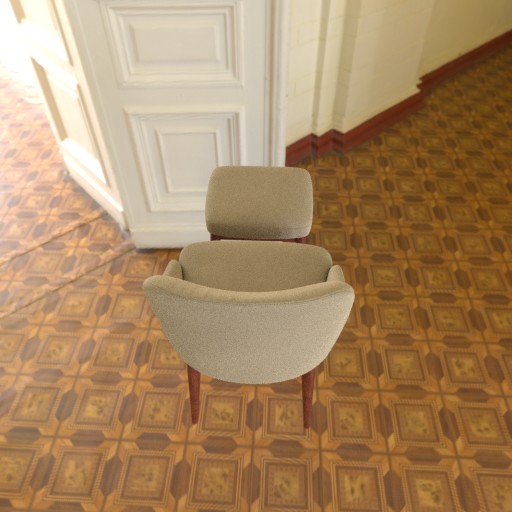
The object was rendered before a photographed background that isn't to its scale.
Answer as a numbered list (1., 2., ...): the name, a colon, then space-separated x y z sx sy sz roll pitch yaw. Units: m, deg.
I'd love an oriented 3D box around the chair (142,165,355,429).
1. chair: 0.000 0.000 1.601 0.584 0.866 1.114 2 46 2
